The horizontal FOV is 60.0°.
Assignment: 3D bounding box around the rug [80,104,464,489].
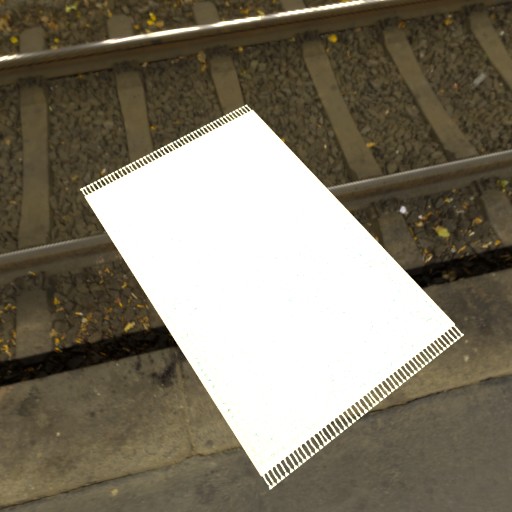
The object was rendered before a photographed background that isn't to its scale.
[{"bbox_3d":[0.000,0.000,3.075,1.524,0.010,2.438,-32,67,-15],"label":"rug"}]
